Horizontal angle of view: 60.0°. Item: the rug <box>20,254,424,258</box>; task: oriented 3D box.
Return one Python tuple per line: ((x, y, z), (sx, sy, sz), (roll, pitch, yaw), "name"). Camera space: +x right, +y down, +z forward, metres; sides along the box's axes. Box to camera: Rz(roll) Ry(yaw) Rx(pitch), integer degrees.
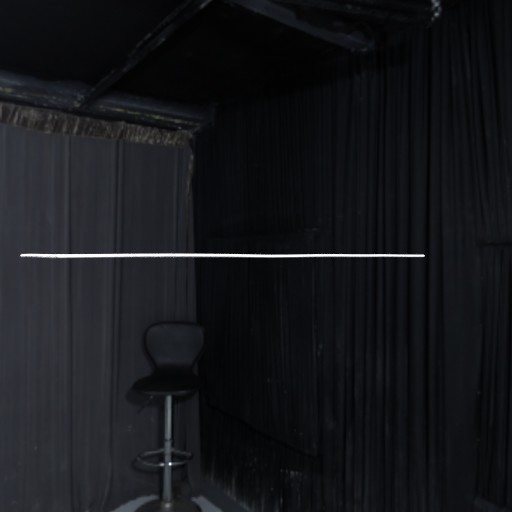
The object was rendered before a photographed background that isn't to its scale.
((0.000, 0.000, 2.395), (2.182, 0.015, 0.645), (0, 0, -37), "rug")
